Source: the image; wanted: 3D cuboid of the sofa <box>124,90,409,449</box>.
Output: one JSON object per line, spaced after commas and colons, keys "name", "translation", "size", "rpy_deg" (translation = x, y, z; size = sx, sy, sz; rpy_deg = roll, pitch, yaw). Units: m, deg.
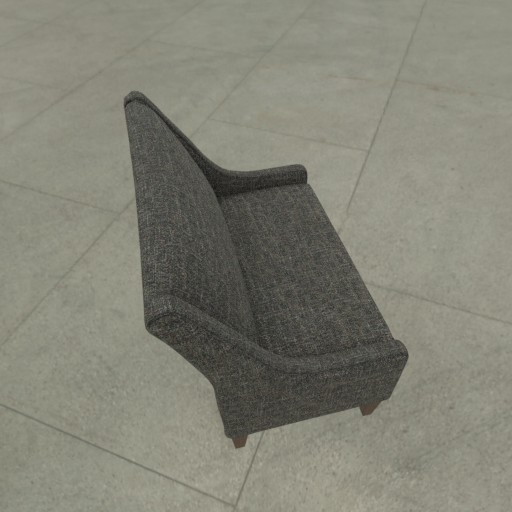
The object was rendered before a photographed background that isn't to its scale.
{"name": "sofa", "translation": [0.000, 0.000, 1.905], "size": [0.870, 1.021, 1.242], "rpy_deg": [-10, 47, -10]}
